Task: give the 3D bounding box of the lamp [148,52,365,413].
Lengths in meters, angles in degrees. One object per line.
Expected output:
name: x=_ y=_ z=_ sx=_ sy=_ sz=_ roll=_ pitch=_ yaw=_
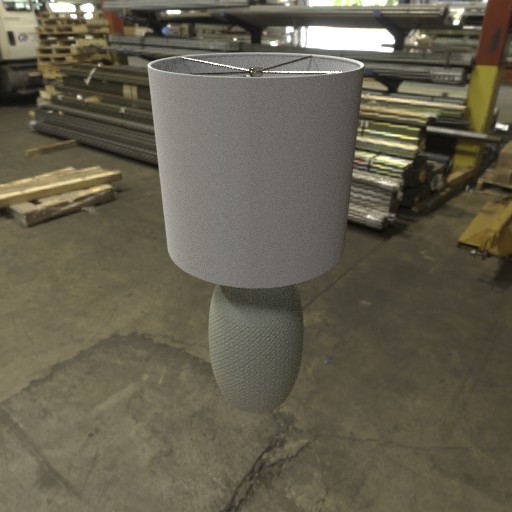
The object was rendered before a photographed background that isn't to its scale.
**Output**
lamp: x=0.000 y=0.000 z=0.563 sx=0.217 sy=0.453 sz=0.217 roll=22 pitch=36 yaw=33
